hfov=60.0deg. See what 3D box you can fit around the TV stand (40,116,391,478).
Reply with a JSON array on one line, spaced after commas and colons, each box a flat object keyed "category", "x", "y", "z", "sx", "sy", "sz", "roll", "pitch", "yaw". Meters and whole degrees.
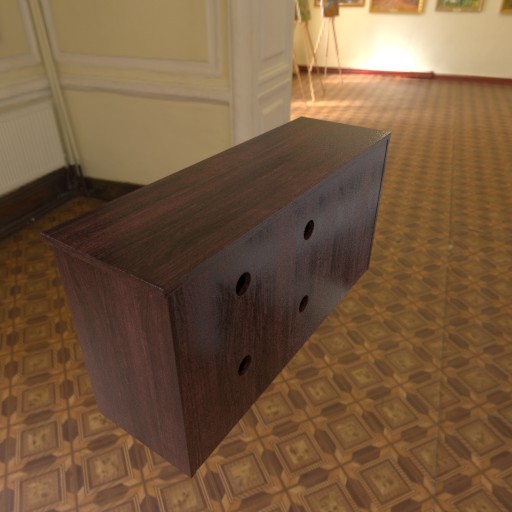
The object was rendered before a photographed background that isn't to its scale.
[{"category": "TV stand", "x": 0.000, "y": 0.000, "z": 1.490, "sx": 0.404, "sy": 0.614, "sz": 1.192, "roll": 20, "pitch": 37, "yaw": 29}]
